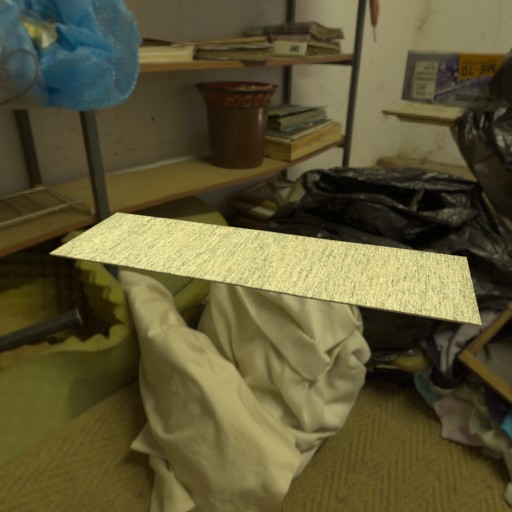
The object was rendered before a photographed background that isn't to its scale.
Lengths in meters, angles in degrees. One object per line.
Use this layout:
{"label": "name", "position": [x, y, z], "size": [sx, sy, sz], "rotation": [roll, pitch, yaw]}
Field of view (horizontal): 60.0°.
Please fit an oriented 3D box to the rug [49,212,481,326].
{"label": "rug", "position": [0.000, 0.000, 2.540], "size": [2.290, 0.014, 0.700], "rotation": [8, 28, 16]}
